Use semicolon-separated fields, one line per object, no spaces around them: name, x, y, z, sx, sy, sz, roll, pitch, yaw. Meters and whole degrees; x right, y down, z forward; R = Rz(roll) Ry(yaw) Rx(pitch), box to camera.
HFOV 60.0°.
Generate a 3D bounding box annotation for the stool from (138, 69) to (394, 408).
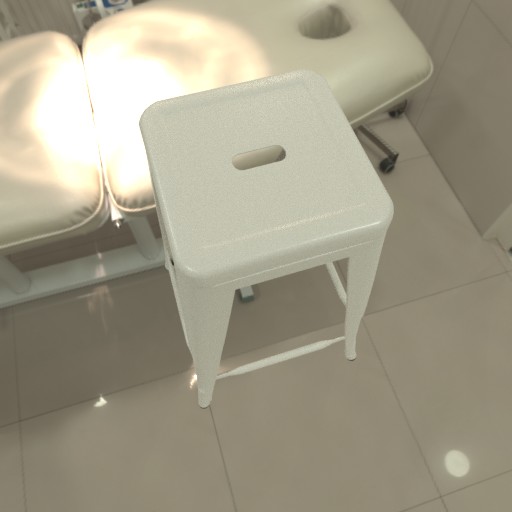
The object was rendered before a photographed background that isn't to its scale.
stool;0.000;0.000;0.898;0.406;0.610;0.406;-16;64;-8
